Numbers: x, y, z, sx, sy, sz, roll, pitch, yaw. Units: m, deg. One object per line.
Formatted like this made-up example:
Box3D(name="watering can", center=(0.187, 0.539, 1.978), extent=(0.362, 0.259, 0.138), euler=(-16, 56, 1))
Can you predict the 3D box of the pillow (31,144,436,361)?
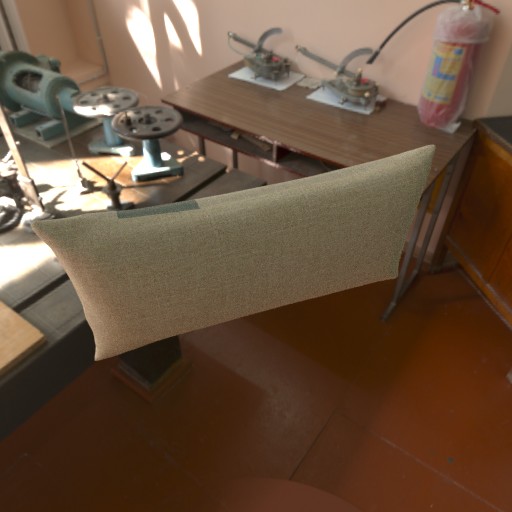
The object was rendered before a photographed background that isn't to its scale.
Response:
Box3D(name="pillow", center=(0.000, 0.000, 1.042), extent=(0.859, 0.429, 0.197), euler=(-13, 43, -14))
